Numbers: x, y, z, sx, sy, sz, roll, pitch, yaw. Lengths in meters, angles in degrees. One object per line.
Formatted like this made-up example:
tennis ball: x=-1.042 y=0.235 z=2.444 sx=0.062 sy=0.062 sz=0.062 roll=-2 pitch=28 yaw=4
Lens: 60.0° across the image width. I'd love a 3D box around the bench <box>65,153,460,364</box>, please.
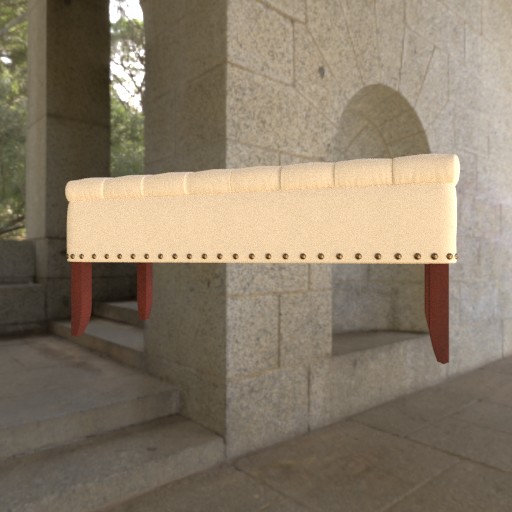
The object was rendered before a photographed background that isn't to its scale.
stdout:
bench: x=0.000 y=0.000 z=1.289 sx=1.054 sy=0.470 sz=0.400 roll=0 pitch=0 yaw=19
